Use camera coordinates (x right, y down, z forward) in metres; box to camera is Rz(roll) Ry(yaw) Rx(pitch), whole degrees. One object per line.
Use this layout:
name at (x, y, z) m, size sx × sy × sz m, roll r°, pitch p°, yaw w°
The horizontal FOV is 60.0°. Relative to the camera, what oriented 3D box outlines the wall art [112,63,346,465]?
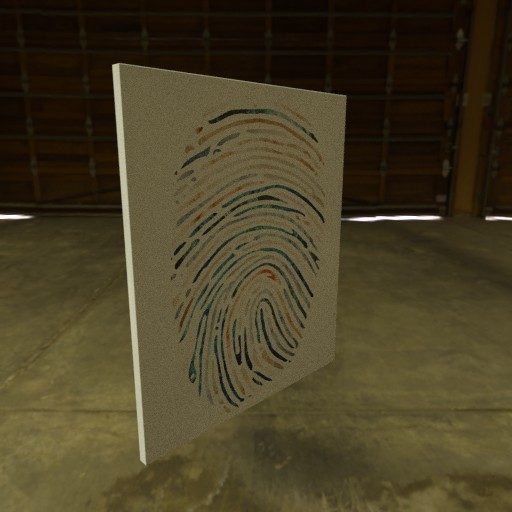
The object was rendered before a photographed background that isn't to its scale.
wall art at (0.000, 0.000, 0.973) m, size 0.609 × 0.710 × 0.021 m, roll -13°, pitch 19°, yaw -43°
